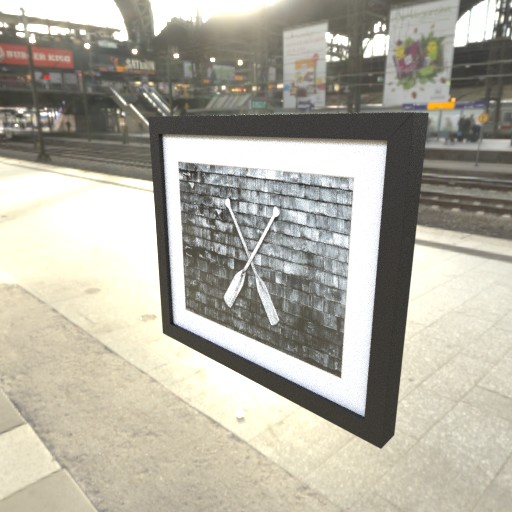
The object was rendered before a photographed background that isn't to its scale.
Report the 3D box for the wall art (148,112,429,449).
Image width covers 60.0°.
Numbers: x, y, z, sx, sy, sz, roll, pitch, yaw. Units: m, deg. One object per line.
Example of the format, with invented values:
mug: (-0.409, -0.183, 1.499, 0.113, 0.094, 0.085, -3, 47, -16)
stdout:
wall art: (0.000, 0.000, 0.544, 0.381, 0.330, 0.029, 15, 22, 41)
